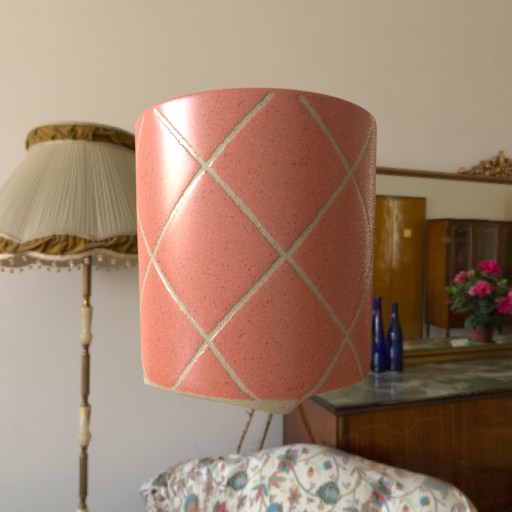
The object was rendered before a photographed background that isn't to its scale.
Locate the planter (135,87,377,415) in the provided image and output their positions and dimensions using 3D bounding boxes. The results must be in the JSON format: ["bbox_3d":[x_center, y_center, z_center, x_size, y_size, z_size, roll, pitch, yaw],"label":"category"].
[{"bbox_3d":[0.000,0.000,0.359,0.191,0.200,0.191,0,-1,0],"label":"planter"}]
